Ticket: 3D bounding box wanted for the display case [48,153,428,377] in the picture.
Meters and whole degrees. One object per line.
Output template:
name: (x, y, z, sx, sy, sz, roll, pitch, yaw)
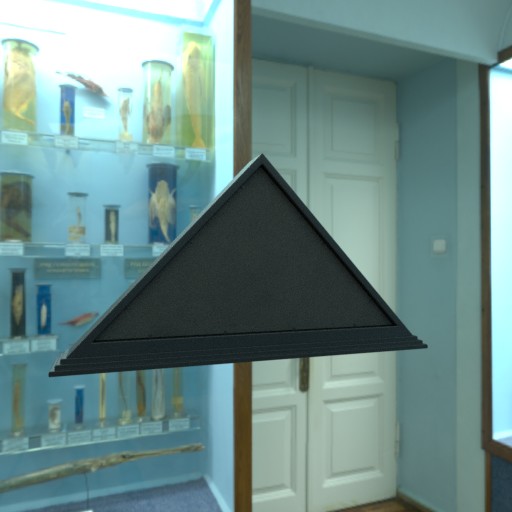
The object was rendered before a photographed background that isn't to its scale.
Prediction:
display case: (0.000, 0.000, 0.765, 0.640, 0.340, 0.095, 0, -1, -19)
